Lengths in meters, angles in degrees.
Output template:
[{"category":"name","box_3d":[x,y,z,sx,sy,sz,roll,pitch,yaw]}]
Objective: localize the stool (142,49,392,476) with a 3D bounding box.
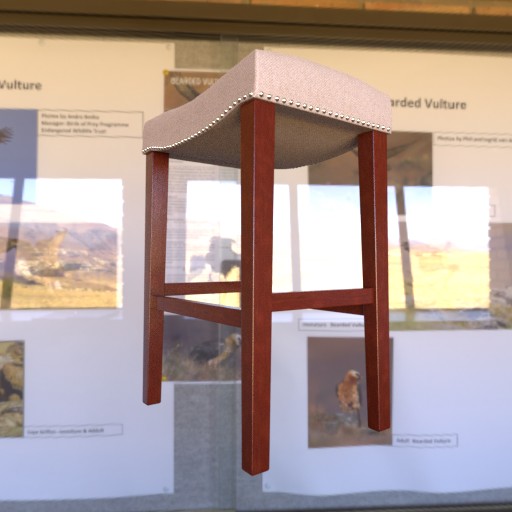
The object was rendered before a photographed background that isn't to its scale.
[{"category":"stool","box_3d":[0.000,0.000,1.040,0.372,0.742,0.504,1,-1,-36]}]
